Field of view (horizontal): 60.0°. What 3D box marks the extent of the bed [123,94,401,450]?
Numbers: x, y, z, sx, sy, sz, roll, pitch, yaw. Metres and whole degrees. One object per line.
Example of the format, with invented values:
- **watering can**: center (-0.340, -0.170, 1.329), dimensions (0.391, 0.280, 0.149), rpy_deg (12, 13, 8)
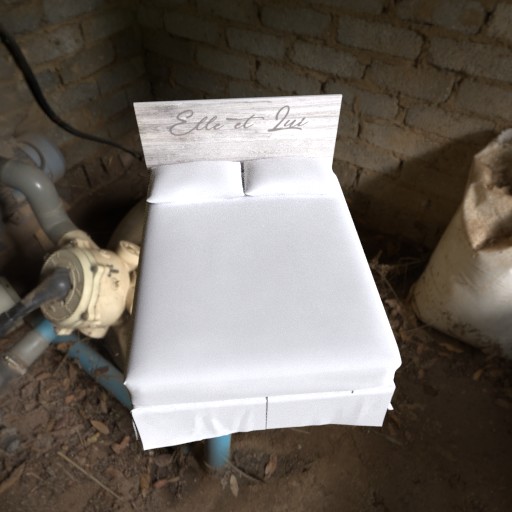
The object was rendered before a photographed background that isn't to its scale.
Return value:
- **bed**: center (0.000, 0.000, 3.170), dimensions (1.745, 1.335, 2.094), rpy_deg (-4, 46, -3)
